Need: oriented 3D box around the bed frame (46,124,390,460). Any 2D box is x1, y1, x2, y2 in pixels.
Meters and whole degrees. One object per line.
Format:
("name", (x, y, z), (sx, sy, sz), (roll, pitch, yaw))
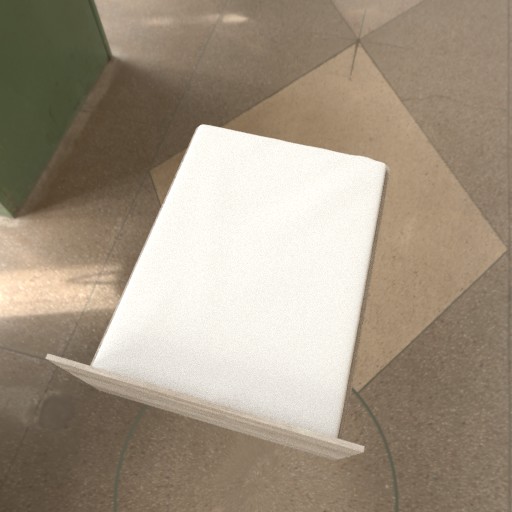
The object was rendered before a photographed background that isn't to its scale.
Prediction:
("bed frame", (0.000, 0.000, 2.753), (1.490, 0.800, 1.950), (14, 64, 7))
